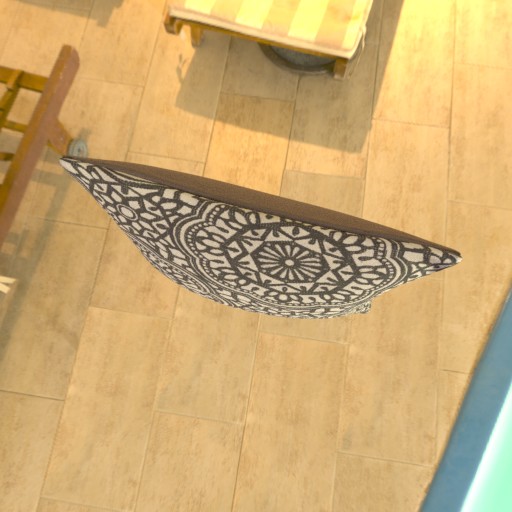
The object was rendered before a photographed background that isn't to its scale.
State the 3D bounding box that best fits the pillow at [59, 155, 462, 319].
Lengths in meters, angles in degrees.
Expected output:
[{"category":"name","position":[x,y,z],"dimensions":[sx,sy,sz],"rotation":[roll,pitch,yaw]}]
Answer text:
[{"category":"pillow","position":[0.000,0.000,0.651],"dimensions":[0.436,0.417,0.148],"rotation":[14,76,4]}]
